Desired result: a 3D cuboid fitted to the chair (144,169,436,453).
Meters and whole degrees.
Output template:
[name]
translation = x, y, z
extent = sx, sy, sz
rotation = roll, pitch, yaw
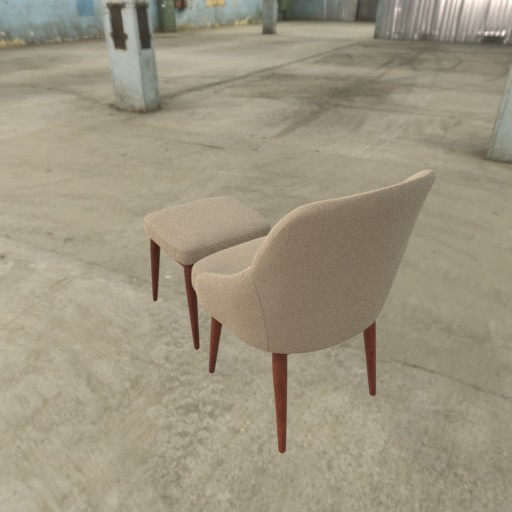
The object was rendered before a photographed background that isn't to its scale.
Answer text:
[chair]
translation = 0.000, 0.000, 1.578
extent = 0.584, 0.866, 1.114
rotation = -19, 34, -30
